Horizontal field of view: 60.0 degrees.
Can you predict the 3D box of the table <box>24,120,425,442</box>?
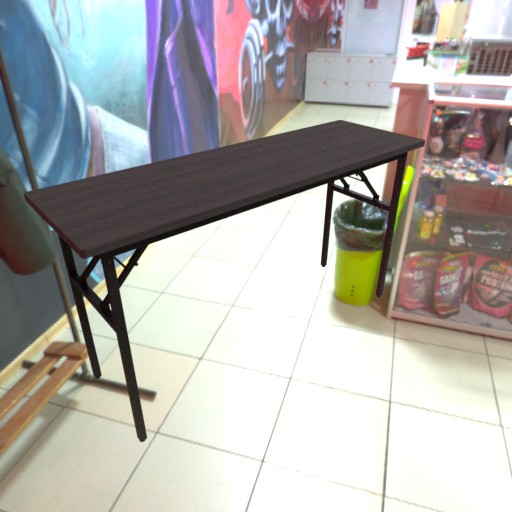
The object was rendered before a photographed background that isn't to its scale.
[{"bbox_3d":[0.000,0.000,1.720,1.399,0.750,0.449,-23,37,-34],"label":"table"}]
